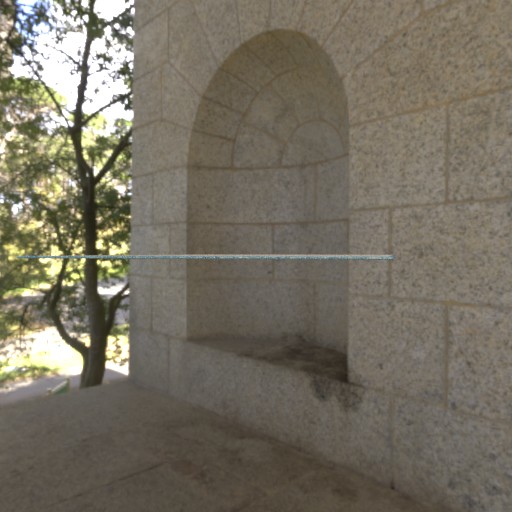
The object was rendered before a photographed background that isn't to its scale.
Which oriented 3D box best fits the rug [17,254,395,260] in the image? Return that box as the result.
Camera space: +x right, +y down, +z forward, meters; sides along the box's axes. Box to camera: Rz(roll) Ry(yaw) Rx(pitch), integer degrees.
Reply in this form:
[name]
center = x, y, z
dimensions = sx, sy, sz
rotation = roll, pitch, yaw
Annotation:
[rug]
center = 0.000, 0.000, 4.080
dimensions = 2.441, 0.016, 3.050
rotation = 0, 0, 18
